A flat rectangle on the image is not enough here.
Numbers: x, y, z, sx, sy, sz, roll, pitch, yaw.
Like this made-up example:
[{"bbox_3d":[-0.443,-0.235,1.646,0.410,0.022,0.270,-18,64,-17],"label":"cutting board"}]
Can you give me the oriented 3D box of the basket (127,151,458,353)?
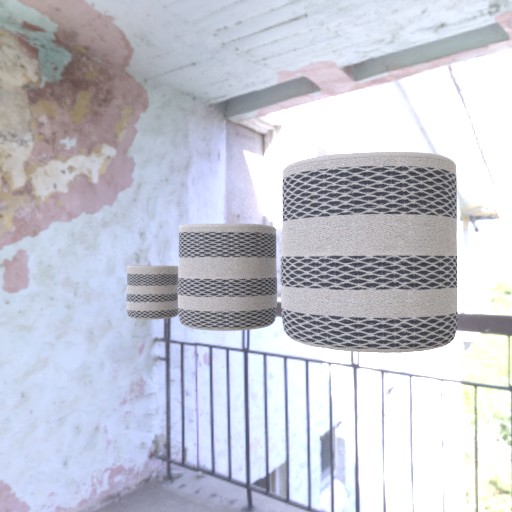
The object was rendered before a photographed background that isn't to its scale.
[{"bbox_3d":[0.000,0.000,1.091,0.917,0.356,0.351,-1,-1,37],"label":"basket"}]
